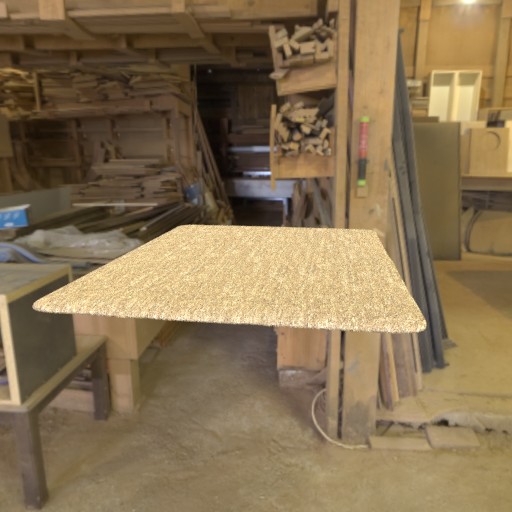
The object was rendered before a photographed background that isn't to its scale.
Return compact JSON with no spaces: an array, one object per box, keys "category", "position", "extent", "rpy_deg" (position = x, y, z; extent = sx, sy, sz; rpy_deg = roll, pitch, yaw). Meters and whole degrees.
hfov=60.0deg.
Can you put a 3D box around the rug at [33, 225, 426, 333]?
[{"category":"rug","position":[0.000,0.000,3.728],"extent":[2.242,0.050,2.873],"rpy_deg":[2,14,9]}]
